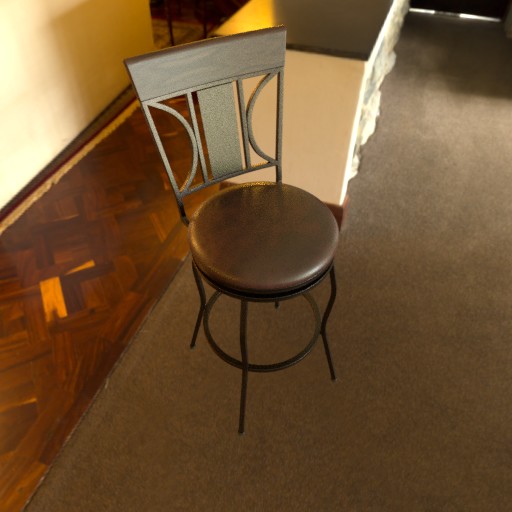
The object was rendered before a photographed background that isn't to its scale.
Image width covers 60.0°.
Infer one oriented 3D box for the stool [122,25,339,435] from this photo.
[{"bbox_3d":[0.000,0.000,1.370,0.448,1.130,0.513,-23,50,-21],"label":"stool"}]
